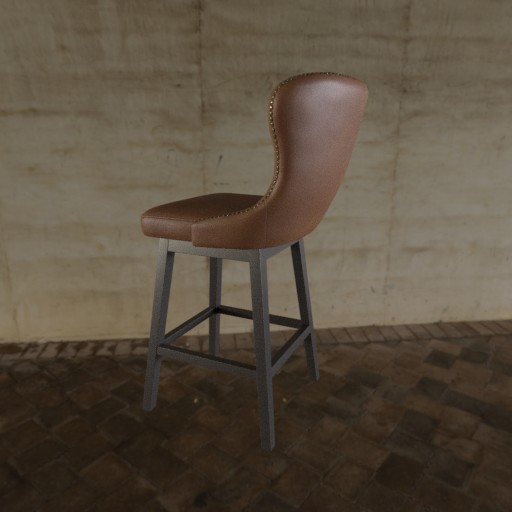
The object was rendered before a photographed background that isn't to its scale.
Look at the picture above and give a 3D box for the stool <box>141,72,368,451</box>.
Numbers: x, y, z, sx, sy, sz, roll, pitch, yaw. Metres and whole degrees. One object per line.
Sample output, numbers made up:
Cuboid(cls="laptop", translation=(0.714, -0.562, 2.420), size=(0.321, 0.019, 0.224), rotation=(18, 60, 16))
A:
Cuboid(cls="stool", translation=(0.000, 0.000, 1.335), size=(0.593, 0.971, 0.528), rotation=(7, 17, 25))
